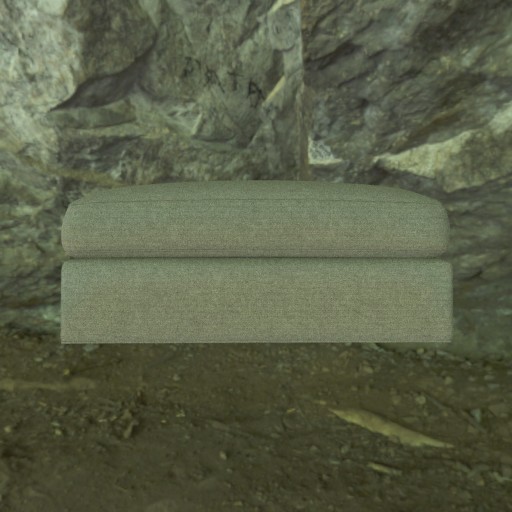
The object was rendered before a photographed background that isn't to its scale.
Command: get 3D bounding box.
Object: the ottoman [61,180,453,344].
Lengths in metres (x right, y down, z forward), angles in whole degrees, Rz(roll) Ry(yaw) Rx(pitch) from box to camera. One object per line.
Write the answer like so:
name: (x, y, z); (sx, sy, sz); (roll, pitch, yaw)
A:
ottoman: (0.000, 0.000, 1.655); (1.041, 0.470, 1.041); (0, -1, -1)
